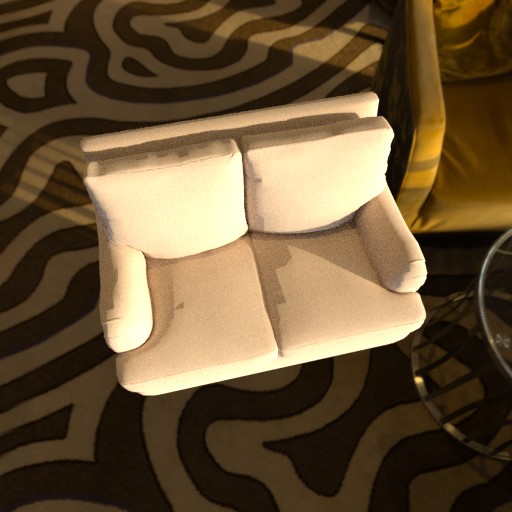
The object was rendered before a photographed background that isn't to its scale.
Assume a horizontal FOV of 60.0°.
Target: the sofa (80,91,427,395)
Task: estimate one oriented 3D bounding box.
[{"bbox_3d":[0.000,0.000,2.268,1.508,1.048,1.087,-11,63,-6],"label":"sofa"}]
